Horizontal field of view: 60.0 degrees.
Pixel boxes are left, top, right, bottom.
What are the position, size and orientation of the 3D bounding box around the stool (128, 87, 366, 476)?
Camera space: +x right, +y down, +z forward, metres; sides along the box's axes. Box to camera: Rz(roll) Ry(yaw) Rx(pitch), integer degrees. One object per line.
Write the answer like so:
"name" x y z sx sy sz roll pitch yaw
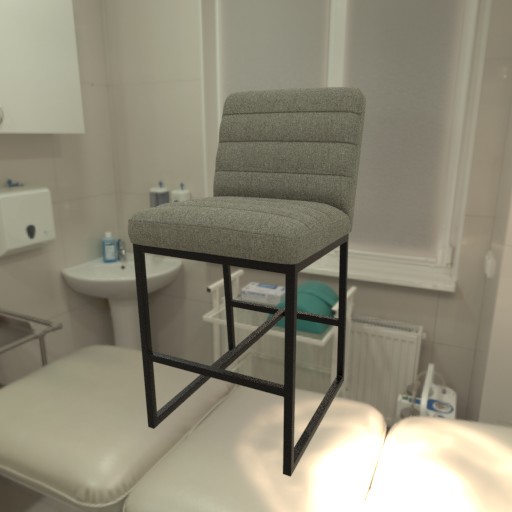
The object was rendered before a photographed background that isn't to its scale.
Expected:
"stool" 0.000 0.000 1.270 0.460 0.940 0.560 7 17 25
